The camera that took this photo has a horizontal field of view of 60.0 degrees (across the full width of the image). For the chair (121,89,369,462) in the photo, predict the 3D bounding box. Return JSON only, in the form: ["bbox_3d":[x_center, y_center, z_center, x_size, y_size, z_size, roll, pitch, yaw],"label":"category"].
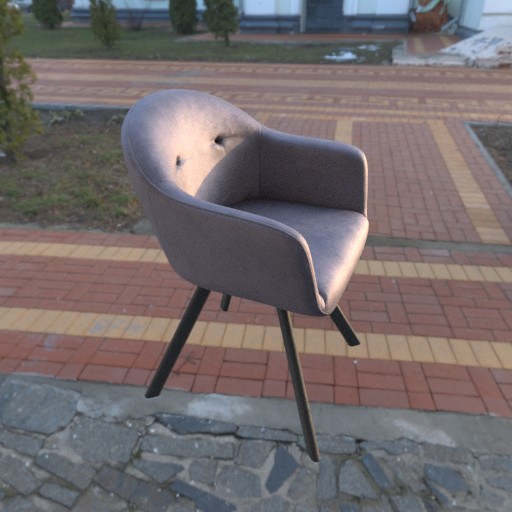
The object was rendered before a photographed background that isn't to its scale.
[{"bbox_3d":[0.000,0.000,1.161,0.544,0.781,0.567,13,33,20],"label":"chair"}]
